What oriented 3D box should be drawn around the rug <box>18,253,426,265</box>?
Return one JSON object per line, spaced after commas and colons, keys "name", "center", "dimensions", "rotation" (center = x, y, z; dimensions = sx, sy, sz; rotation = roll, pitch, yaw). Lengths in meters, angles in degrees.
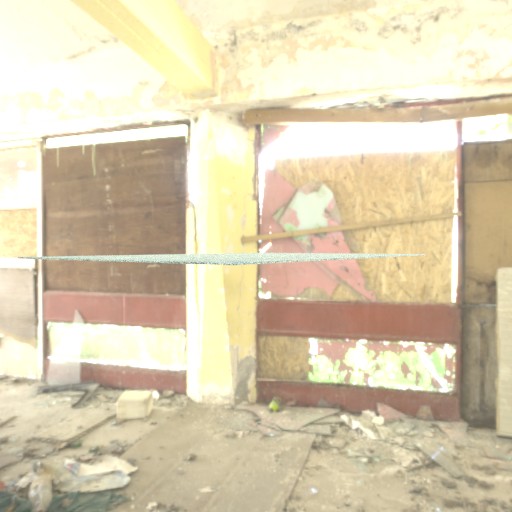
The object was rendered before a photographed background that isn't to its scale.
{"name": "rug", "center": [0.000, 0.000, 2.188], "dimensions": [1.142, 0.006, 1.752], "rotation": [1, 1, 36]}
